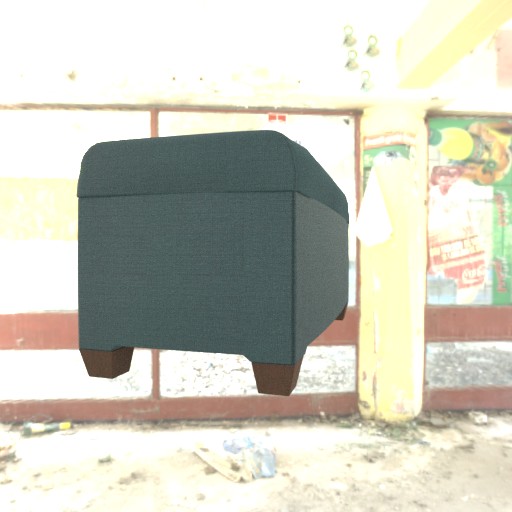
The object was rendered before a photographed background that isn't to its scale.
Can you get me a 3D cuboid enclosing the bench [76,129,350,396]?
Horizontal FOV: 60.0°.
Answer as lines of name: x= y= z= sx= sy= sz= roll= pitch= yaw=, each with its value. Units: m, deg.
bench: x=0.000 y=0.000 z=1.267 sx=0.476 sy=0.474 sz=0.995 roll=0 pitch=1 yaw=17
